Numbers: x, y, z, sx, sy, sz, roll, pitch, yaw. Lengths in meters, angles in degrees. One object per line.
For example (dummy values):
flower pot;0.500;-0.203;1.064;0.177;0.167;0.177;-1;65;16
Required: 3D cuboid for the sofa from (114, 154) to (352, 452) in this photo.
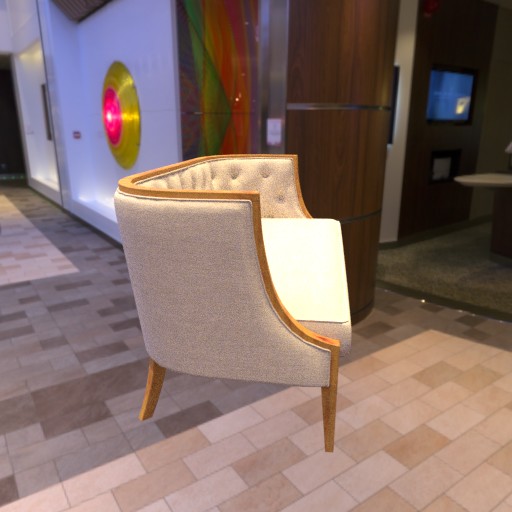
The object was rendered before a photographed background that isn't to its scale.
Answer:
sofa;0.000;0.000;1.951;0.770;0.775;1.474;3;17;9
